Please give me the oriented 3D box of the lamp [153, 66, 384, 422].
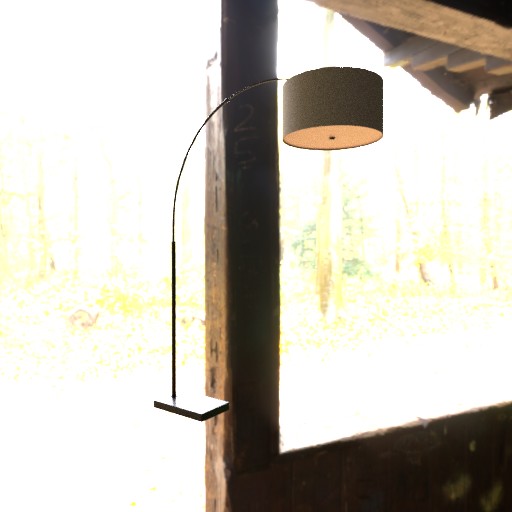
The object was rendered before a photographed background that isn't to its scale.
[{"bbox_3d":[0.000,0.000,2.479,1.424,1.927,0.493,0,1,36],"label":"lamp"}]
